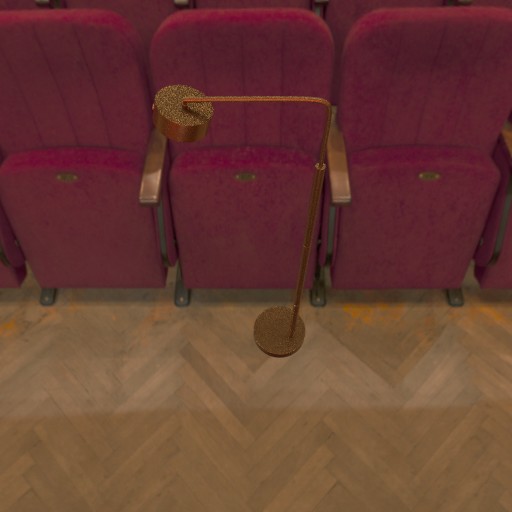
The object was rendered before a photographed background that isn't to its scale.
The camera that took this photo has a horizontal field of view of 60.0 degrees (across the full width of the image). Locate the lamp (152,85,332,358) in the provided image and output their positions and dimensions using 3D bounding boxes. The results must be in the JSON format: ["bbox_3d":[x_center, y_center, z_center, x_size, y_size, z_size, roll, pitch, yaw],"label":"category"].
[{"bbox_3d":[0.000,0.000,1.393,0.418,1.230,0.219,0,57,0],"label":"lamp"}]
